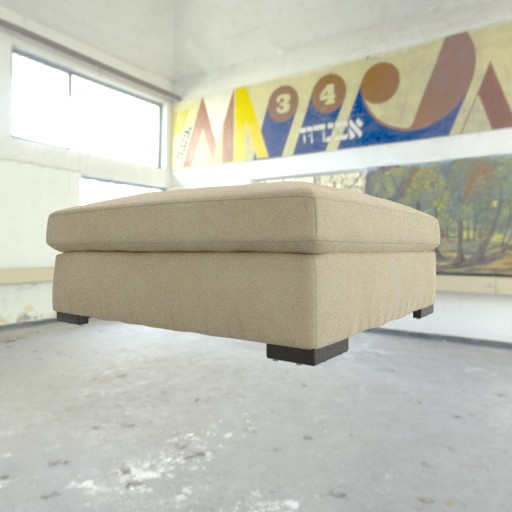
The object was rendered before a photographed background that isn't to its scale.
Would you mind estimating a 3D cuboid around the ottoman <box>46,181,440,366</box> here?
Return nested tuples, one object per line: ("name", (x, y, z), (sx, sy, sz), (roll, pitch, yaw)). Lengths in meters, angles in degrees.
("ottoman", (0.000, 0.000, 1.851), (1.205, 0.522, 1.190), (1, 1, 36))
